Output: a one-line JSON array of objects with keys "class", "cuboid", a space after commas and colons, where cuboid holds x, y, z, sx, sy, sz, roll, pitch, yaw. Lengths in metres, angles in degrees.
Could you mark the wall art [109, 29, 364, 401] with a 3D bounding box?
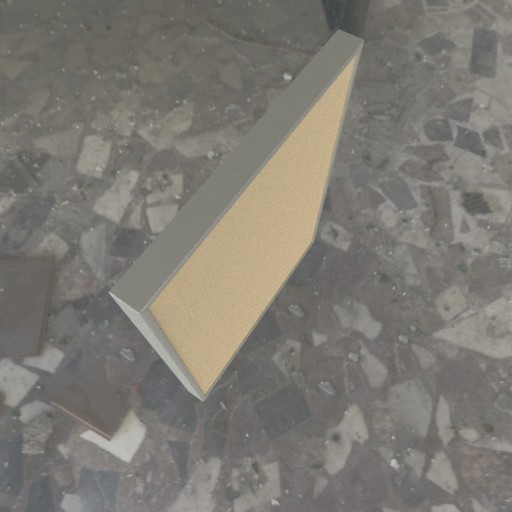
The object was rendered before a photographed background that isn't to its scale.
[{"class": "wall art", "cuboid": [0.000, 0.000, 0.743, 0.039, 0.553, 0.445, 31, 68, 14]}]
